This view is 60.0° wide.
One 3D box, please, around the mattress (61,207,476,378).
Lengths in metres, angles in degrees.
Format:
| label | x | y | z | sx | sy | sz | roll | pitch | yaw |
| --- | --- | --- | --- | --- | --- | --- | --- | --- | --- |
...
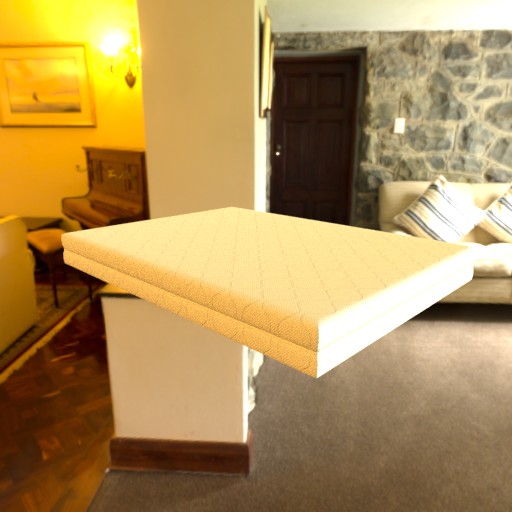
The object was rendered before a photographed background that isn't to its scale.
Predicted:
| label | x | y | z | sx | sy | sz | roll | pitch | yaw |
| --- | --- | --- | --- | --- | --- | --- | --- | --- | --- |
| mattress | 0.000 | 0.000 | 2.517 | 1.900 | 0.200 | 1.400 | 15 | 21 | 42 |
